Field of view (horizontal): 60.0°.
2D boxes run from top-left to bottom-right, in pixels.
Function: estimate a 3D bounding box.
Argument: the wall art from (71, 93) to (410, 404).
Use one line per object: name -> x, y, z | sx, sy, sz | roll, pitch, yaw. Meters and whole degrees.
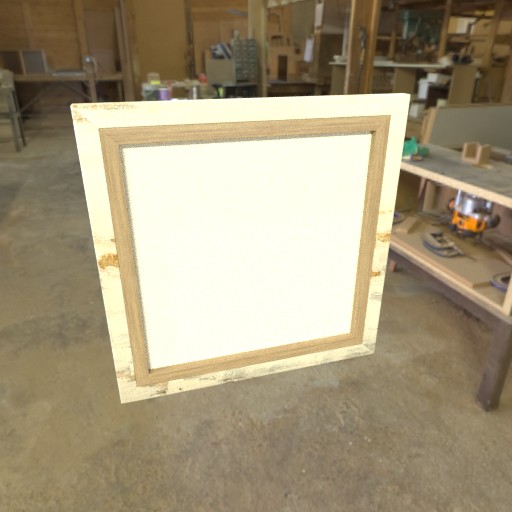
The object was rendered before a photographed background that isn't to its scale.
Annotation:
wall art -> 0.000, 0.000, 1.514 | 1.015, 1.018, 0.040 | -7, 26, -15
